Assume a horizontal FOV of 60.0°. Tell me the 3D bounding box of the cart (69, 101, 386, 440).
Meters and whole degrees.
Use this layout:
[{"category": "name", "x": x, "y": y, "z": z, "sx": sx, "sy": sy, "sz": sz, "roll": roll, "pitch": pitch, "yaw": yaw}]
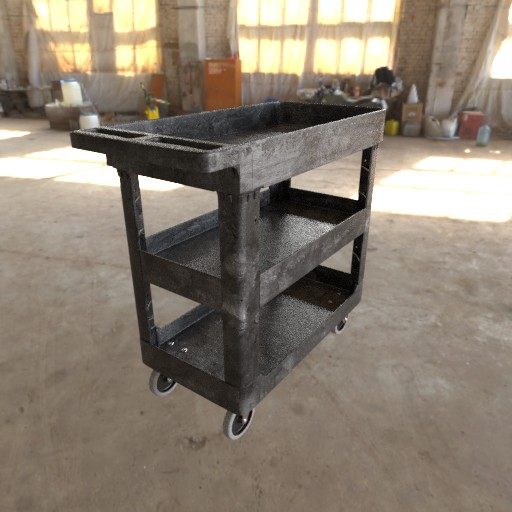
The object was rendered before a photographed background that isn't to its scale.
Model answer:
[{"category": "cart", "x": 0.000, "y": 0.000, "z": 1.373, "sx": 0.420, "sy": 0.824, "sz": 0.877, "roll": 17, "pitch": 29, "yaw": 32}]
